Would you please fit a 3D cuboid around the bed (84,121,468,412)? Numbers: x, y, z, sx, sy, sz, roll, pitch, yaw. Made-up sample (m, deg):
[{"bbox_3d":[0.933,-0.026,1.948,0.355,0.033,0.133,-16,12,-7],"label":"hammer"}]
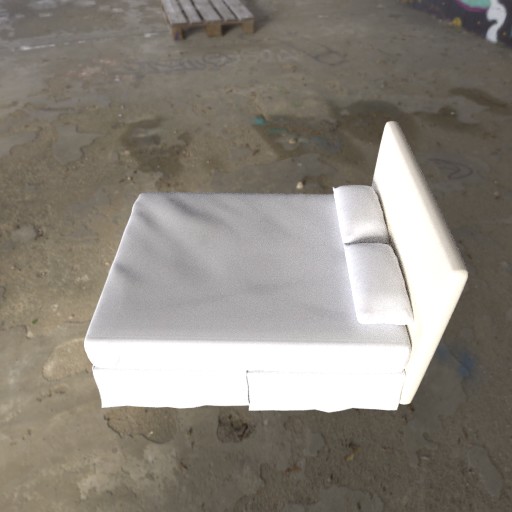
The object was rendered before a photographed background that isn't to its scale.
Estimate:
[{"bbox_3d":[0.000,0.000,3.191,2.142,1.330,1.713,1,42,1],"label":"bed"}]
